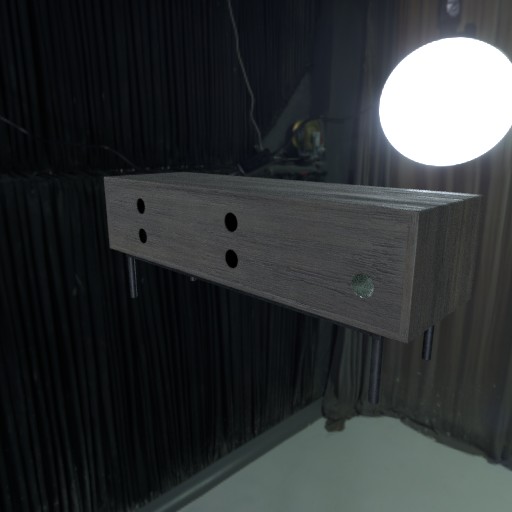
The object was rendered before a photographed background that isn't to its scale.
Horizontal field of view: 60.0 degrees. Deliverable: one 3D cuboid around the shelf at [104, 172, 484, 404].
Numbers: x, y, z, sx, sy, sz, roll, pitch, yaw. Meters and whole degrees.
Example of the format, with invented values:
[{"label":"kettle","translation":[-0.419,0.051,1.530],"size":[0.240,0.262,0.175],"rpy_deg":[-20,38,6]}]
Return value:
[{"label":"shelf","translation":[0.000,0.000,1.534],"size":[1.300,0.495,0.400],"rpy_deg":[14,20,42]}]
